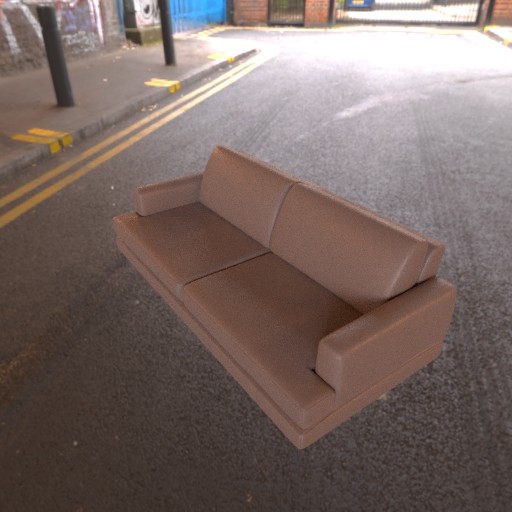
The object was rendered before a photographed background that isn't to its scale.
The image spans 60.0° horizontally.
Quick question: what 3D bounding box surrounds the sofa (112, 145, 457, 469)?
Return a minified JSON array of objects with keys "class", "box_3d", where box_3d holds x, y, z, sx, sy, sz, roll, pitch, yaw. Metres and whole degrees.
[{"class":"sofa","box_3d":[0.000,0.000,2.481,0.974,0.765,1.940,-21,37,-30]}]
